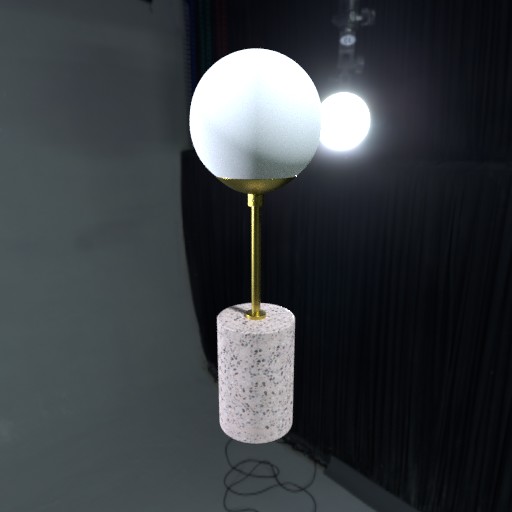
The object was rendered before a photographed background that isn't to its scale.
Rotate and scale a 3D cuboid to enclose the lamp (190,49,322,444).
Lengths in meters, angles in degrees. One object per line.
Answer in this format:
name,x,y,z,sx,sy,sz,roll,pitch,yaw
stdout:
lamp,0.000,0.000,0.561,0.153,0.480,0.153,0,15,0
